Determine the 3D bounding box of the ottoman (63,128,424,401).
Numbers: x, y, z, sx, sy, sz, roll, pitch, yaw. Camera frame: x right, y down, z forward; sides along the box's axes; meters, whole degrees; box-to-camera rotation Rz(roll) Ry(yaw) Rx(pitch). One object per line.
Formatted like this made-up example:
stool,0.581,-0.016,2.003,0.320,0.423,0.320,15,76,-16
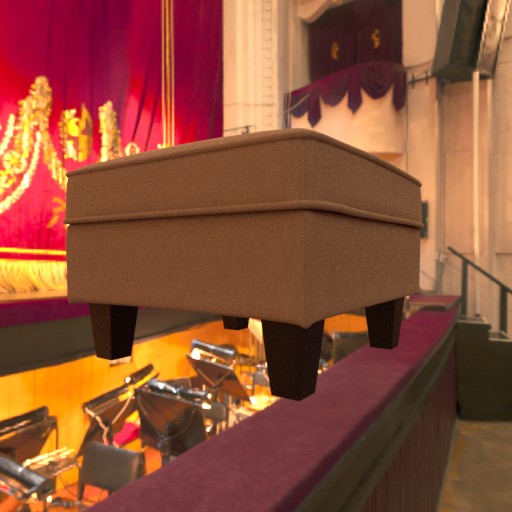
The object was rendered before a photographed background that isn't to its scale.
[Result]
ottoman,0.000,0.000,1.017,0.613,0.438,0.616,0,0,35
